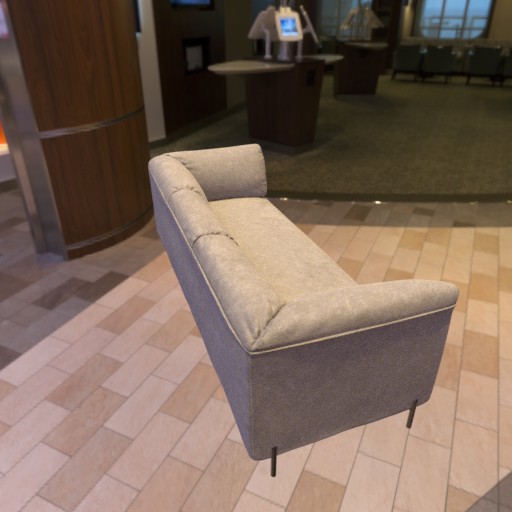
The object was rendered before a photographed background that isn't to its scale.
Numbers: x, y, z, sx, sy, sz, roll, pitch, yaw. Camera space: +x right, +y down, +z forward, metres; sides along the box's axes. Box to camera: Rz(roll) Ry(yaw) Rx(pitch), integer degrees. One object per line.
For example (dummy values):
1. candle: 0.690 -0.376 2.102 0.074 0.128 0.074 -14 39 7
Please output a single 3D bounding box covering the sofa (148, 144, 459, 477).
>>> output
1. sofa: 0.000 0.000 2.623 0.899 0.758 2.238 -10 31 -18
